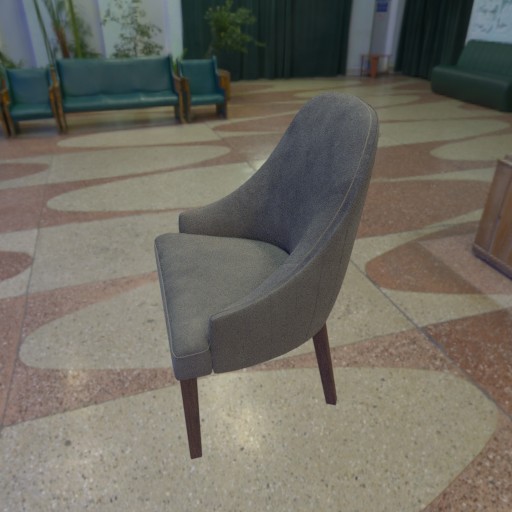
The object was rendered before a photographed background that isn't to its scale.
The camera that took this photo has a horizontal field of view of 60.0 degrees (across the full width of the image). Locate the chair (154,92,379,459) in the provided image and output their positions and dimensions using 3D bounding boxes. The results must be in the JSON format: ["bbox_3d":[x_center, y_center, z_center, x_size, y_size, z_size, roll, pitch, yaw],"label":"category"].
[{"bbox_3d":[0.000,0.000,1.324,0.575,0.889,0.643,-8,31,-13],"label":"chair"}]
